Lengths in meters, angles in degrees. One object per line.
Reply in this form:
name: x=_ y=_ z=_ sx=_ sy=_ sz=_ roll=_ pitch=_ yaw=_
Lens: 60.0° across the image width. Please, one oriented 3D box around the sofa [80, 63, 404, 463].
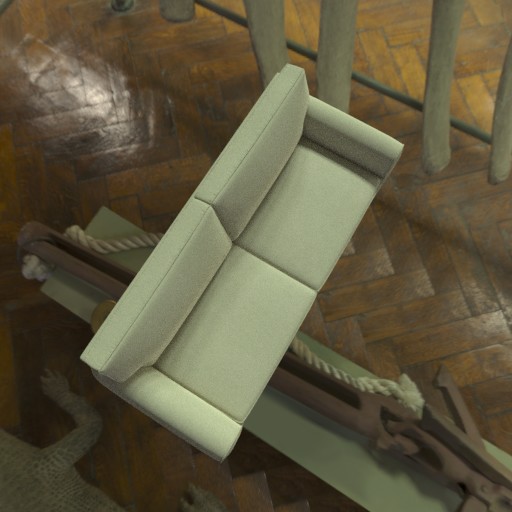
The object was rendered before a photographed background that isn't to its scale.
sofa: x=0.000 y=0.000 z=2.687 sx=0.901 sy=0.962 sz=2.146 roll=30 pitch=77 yaw=8
